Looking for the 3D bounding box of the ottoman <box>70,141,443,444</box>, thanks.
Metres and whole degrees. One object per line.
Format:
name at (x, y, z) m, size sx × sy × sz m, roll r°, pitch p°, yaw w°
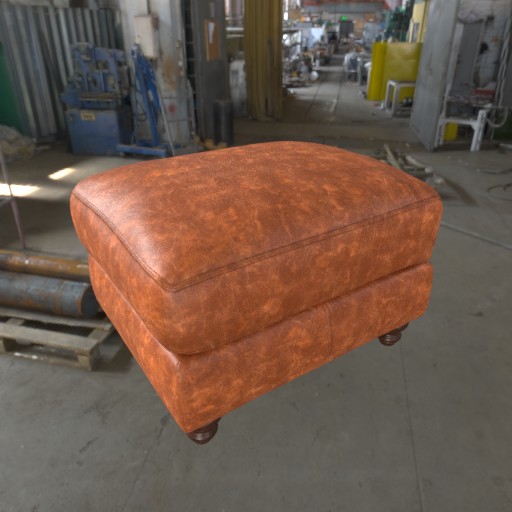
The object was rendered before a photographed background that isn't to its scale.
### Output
ottoman at (0.000, 0.000, 1.244) m, size 0.832 × 0.562 × 0.657 m, roll -17°, pitch 32°, yaw -30°
